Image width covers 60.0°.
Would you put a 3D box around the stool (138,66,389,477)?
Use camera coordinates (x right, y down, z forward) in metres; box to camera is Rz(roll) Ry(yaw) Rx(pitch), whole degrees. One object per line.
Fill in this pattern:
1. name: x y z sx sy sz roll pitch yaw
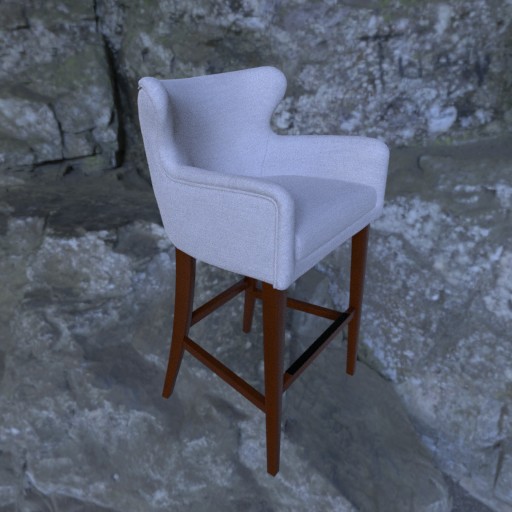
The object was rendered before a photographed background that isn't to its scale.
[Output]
1. stool: 0.000 0.000 1.348 0.563 1.034 0.556 18 32 32
